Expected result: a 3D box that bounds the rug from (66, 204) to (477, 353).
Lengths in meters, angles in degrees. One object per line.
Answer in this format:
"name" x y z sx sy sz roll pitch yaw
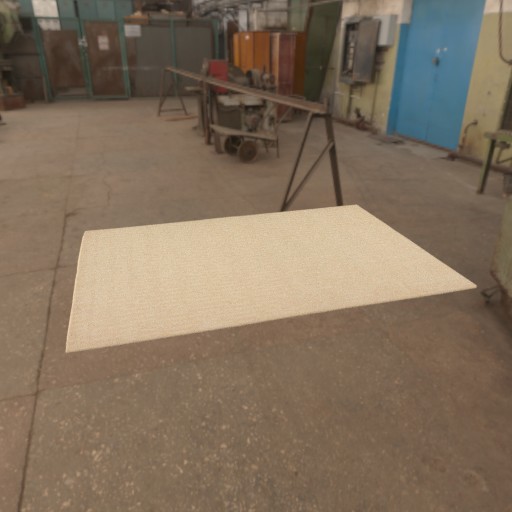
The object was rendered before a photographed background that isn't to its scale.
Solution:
"rug" 0.000 0.000 2.407 1.848 0.014 1.238 -7 26 -14
